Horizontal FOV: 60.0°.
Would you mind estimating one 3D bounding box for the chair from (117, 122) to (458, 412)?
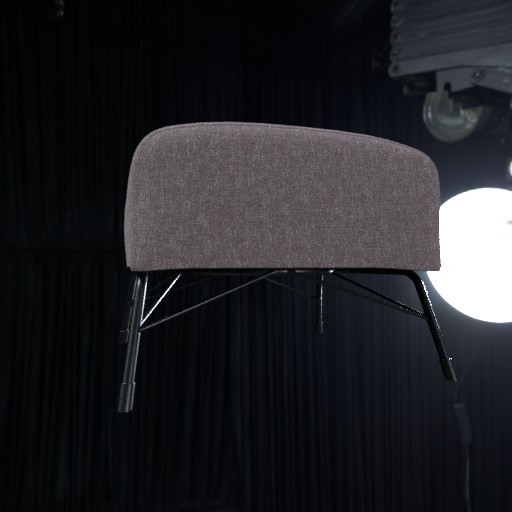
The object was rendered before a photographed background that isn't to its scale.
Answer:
[{"bbox_3d":[0.000,0.000,0.895,0.530,0.410,0.530,0,-1,-17],"label":"chair"}]
